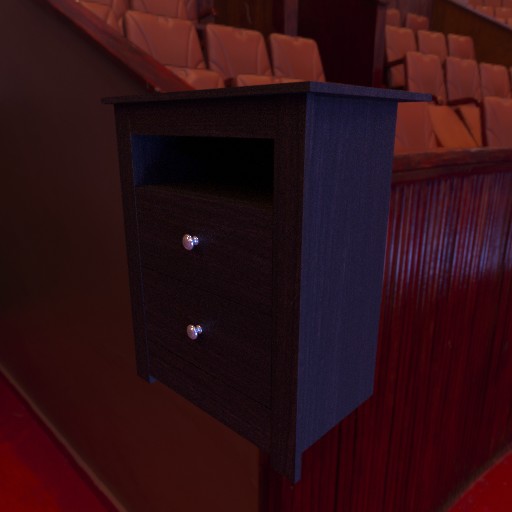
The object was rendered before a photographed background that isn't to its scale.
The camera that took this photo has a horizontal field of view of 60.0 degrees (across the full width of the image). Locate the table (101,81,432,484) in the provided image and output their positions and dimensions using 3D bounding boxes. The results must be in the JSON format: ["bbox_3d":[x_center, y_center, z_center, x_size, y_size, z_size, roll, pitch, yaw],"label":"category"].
[{"bbox_3d":[0.000,0.000,1.046,0.591,0.711,0.406,15,22,42],"label":"table"}]
